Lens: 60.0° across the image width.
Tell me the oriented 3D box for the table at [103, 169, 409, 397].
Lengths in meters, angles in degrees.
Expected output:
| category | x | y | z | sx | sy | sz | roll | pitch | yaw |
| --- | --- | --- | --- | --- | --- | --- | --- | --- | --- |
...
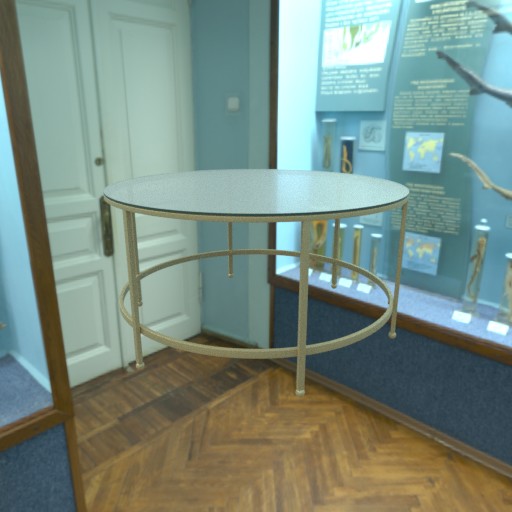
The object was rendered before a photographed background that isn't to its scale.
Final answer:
| category | x | y | z | sx | sy | sz | roll | pitch | yaw |
| --- | --- | --- | --- | --- | --- | --- | --- | --- | --- |
| table | 0.000 | 0.000 | 1.458 | 0.914 | 0.470 | 0.914 | 0 | 17 | 0 |
